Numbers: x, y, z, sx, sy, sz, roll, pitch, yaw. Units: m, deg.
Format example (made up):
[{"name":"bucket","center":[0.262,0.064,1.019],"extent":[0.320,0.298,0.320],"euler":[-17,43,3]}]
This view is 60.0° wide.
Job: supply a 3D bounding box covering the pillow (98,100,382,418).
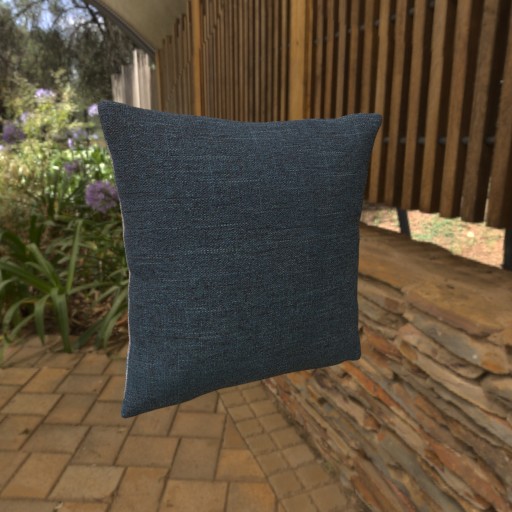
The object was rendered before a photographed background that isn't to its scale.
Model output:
[{"name":"pillow","center":[0.000,0.000,0.677],"extent":[0.435,0.435,0.159],"euler":[-7,17,-26]}]
